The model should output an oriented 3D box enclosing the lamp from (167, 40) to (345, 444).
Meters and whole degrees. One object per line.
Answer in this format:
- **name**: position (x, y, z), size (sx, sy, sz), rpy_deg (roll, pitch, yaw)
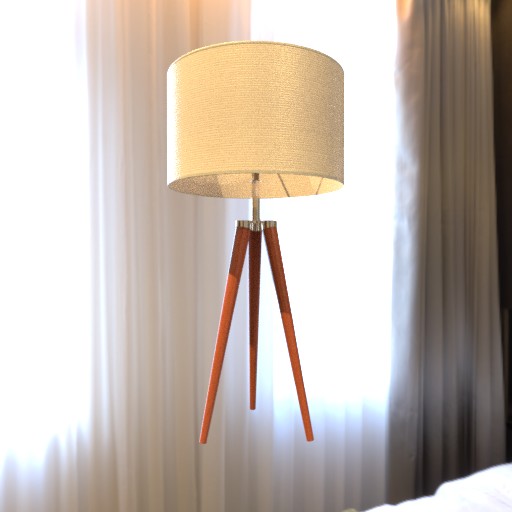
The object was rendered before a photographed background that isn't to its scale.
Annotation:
- **lamp**: position (0.000, 0.000, 0.906), size (0.354, 0.709, 0.355), rpy_deg (0, 1, 37)
